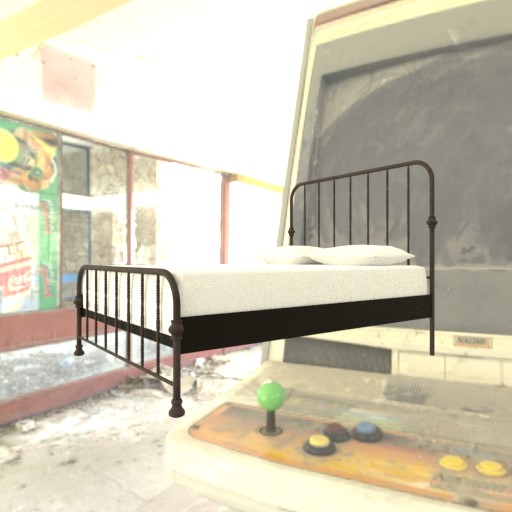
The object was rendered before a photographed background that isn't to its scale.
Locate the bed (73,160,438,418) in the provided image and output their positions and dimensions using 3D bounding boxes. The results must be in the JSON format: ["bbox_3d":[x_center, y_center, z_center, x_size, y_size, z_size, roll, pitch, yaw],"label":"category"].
[{"bbox_3d":[0.000,0.000,3.227,2.134,1.446,1.616,0,0,-37],"label":"bed"}]
